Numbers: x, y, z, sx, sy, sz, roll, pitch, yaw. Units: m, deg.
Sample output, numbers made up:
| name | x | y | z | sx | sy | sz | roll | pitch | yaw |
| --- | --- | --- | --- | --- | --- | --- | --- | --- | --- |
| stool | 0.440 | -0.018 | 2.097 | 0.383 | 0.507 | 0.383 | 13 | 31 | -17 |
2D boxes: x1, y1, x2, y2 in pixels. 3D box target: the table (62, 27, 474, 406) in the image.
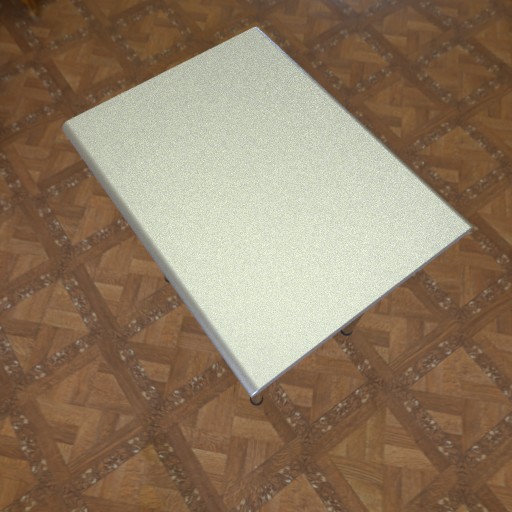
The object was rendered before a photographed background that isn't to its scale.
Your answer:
| name | x | y | z | sx | sy | sz | roll | pitch | yaw |
| --- | --- | --- | --- | --- | --- | --- | --- | --- | --- |
| table | 0.000 | 0.000 | 1.378 | 0.584 | 0.876 | 0.762 | -34 | 69 | -15 |
